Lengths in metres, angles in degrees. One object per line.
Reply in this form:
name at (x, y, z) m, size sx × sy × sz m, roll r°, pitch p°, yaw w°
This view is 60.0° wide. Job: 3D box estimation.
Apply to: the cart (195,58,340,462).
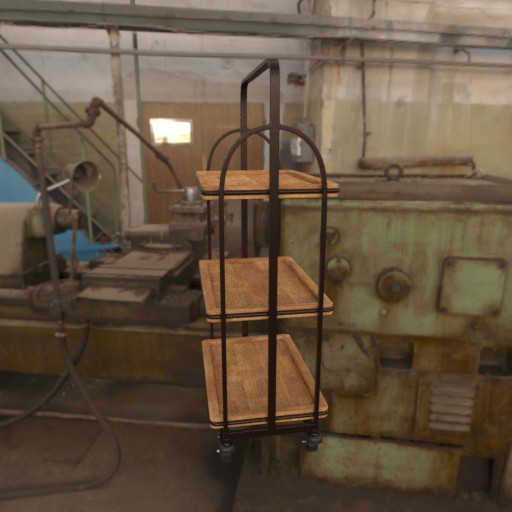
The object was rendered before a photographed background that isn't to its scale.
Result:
cart at (0.000, 0.000, 1.290) m, size 0.327 × 1.001 × 0.553 m, roll -2°, pitch 15°, yaw -9°
